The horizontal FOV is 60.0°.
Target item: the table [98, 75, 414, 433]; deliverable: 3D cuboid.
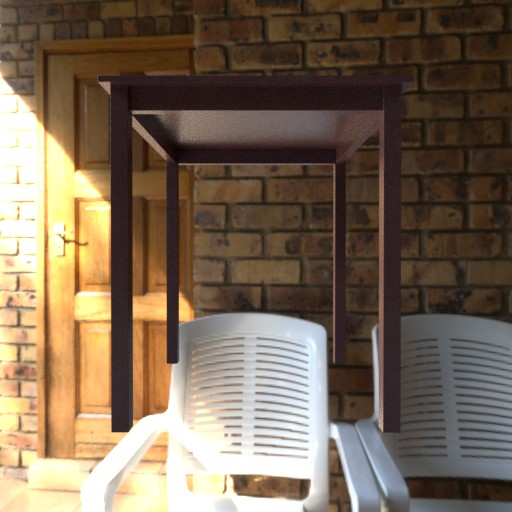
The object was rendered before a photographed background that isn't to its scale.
[{"bbox_3d":[0.000,0.000,1.642,0.861,0.991,0.861,0,1,0],"label":"table"}]
